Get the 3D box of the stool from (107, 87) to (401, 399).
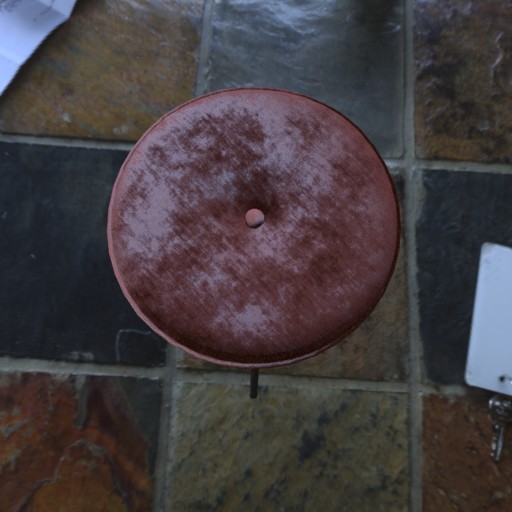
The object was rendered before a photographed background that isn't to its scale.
[{"bbox_3d":[0.000,0.000,0.888,0.421,0.593,0.457,-40,81,-8],"label":"stool"}]
